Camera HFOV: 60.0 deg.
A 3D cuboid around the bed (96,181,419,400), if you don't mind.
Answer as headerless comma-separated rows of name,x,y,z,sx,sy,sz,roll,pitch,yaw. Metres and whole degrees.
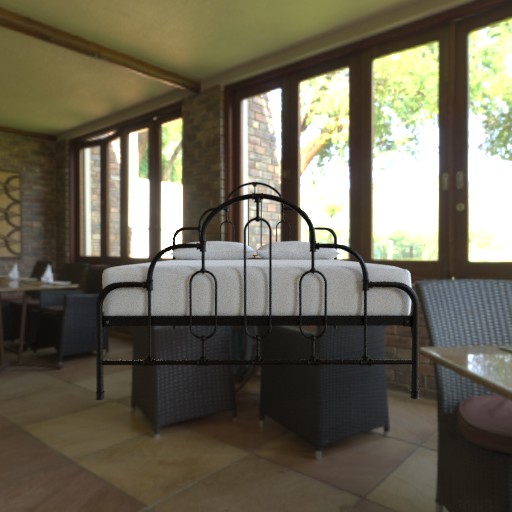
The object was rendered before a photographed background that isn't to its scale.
bed,0.000,0.000,3.292,1.626,1.444,2.181,0,1,-1
